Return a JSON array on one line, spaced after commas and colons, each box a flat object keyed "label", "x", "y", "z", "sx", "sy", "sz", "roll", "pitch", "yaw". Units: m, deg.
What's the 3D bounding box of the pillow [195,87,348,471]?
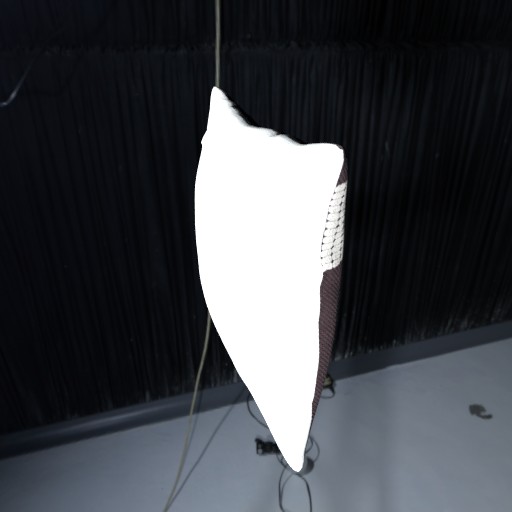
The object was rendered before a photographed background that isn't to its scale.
[{"label": "pillow", "x": 0.000, "y": 0.000, "z": 0.723, "sx": 0.178, "sy": 0.473, "sz": 0.475, "roll": -9, "pitch": 30, "yaw": -16}]
